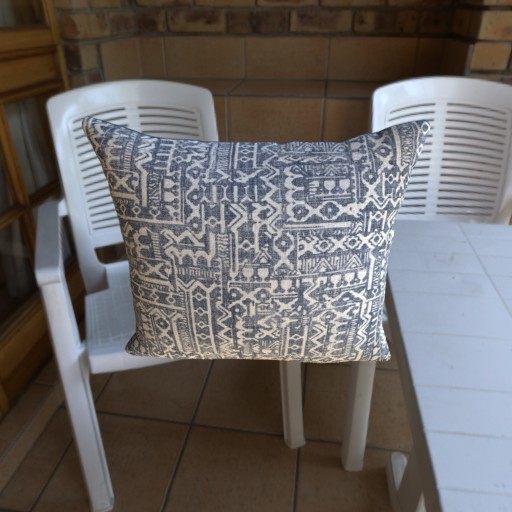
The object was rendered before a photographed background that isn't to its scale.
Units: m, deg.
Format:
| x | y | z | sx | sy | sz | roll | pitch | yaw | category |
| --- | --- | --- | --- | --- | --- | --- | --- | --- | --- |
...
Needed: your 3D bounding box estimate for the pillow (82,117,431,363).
| x | y | z | sx | sy | sz | roll | pitch | yaw | category |
| --- | --- | --- | --- | --- | --- | --- | --- | --- | --- |
| 0.000 | 0.000 | 0.799 | 0.546 | 0.487 | 0.180 | 1 | 30 | 2 | pillow |
